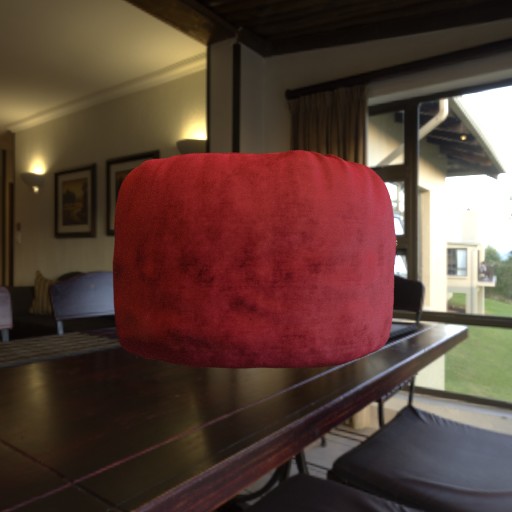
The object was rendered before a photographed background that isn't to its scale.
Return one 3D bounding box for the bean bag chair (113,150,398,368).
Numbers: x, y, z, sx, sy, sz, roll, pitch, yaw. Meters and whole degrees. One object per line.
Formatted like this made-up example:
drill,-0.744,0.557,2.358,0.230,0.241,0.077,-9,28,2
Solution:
bean bag chair,0.000,0.000,1.984,1.219,0.762,1.219,0,0,0
